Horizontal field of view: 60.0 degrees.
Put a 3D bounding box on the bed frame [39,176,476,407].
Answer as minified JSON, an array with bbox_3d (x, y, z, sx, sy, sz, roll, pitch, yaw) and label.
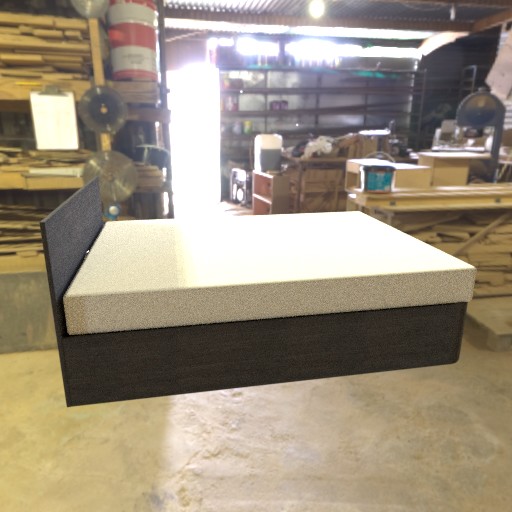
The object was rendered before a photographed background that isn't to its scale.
[{"bbox_3d":[0.000,0.000,2.582,1.900,0.800,1.400,-3,18,-10],"label":"bed frame"}]
